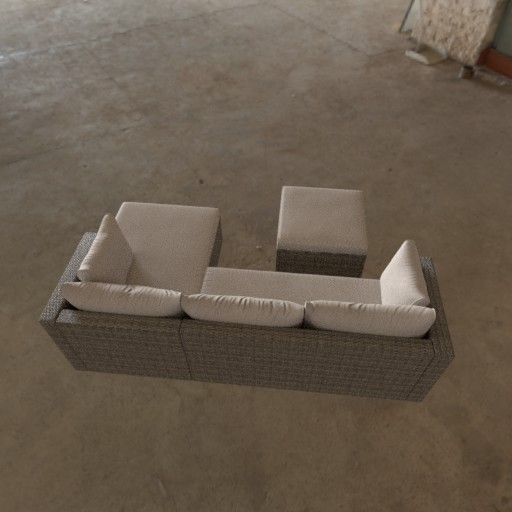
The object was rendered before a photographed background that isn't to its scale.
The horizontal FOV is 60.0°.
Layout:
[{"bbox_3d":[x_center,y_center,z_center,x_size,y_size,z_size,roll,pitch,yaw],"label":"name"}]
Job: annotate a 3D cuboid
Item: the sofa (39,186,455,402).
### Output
[{"bbox_3d":[0.000,0.000,3.050,2.192,0.766,1.662,4,47,4],"label":"sofa"}]
